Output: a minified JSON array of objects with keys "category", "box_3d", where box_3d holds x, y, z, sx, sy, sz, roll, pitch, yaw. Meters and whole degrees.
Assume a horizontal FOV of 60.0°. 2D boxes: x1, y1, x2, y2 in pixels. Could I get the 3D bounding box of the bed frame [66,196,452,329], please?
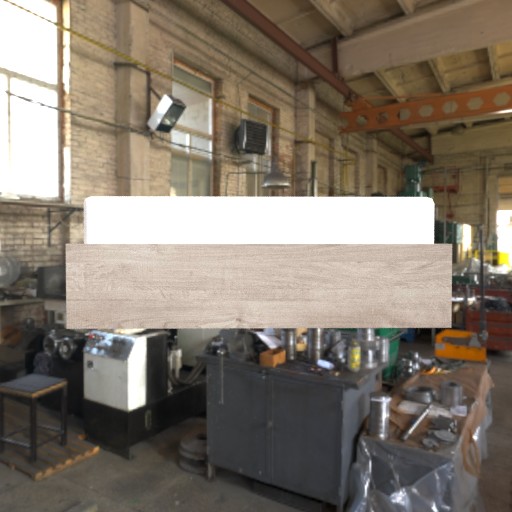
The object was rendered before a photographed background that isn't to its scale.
[{"category":"bed frame","box_3d":[0.000,0.000,2.630,1.445,0.497,1.945,0,1,-1]}]
